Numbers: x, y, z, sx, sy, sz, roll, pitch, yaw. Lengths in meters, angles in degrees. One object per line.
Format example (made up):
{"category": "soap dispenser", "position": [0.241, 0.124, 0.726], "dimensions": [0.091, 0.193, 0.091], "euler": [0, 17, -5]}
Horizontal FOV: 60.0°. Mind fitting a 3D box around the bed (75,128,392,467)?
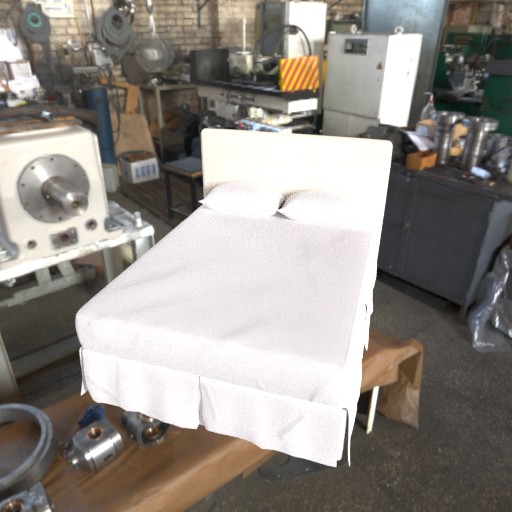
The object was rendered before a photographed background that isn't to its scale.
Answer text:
{"category": "bed", "position": [0.000, 0.000, 3.189], "dimensions": [1.713, 1.330, 2.142], "euler": [8, 28, 16]}
